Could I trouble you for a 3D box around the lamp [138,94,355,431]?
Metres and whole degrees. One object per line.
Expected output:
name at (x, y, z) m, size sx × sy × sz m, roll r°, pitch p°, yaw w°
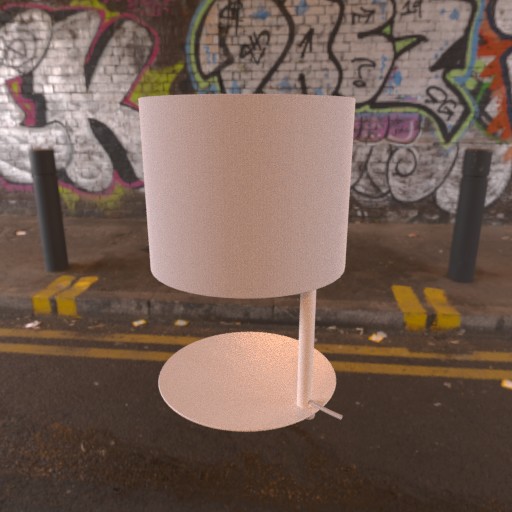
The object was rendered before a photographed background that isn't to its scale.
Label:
lamp at (0.000, 0.000, 0.681) m, size 0.299 × 0.454 × 0.341 m, roll -16°, pitch 23°, yaw -41°
